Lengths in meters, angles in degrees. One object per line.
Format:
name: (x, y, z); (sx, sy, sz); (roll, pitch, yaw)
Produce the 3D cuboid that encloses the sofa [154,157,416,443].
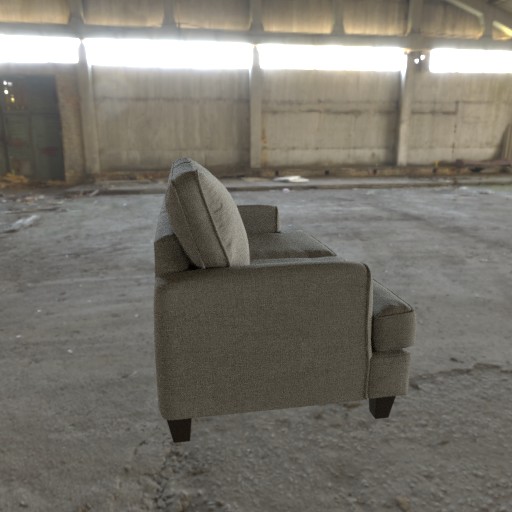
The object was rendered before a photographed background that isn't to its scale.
sofa: (0.000, 0.000, 2.284); (0.965, 0.965, 1.651); (-2, 15, -9)
